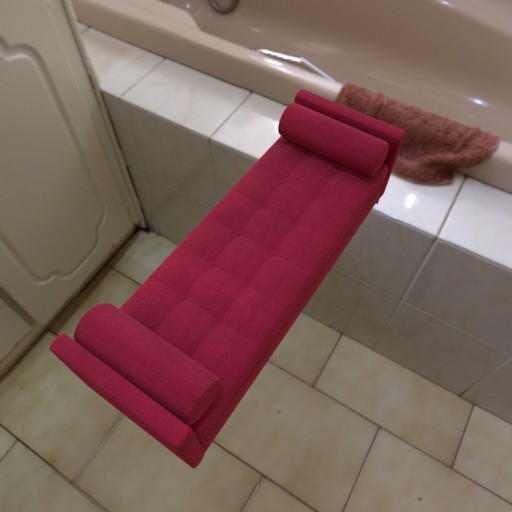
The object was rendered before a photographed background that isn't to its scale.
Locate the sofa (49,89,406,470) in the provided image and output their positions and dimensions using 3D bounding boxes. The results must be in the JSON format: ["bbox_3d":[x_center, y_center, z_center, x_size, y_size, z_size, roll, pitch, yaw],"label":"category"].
[{"bbox_3d":[0.000,0.000,2.359,0.686,0.635,1.981,30,62,18],"label":"sofa"}]
